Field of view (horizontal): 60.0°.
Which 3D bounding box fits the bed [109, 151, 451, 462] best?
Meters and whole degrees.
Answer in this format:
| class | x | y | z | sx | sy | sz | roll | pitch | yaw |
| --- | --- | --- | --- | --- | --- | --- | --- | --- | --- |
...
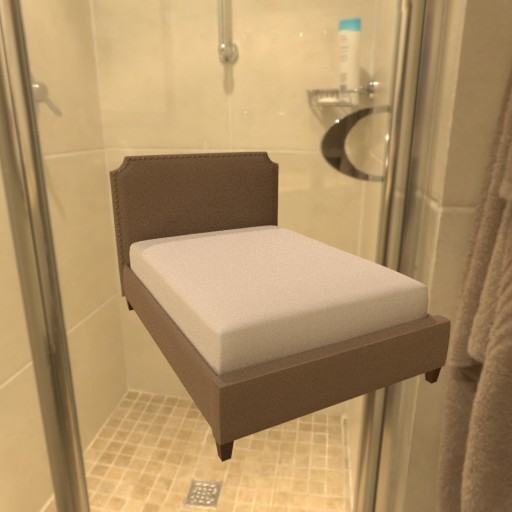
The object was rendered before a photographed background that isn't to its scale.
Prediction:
| class | x | y | z | sx | sy | sz | roll | pitch | yaw |
| --- | --- | --- | --- | --- | --- | --- | --- | --- | --- |
| bed | 0.000 | 0.000 | 3.481 | 1.713 | 1.443 | 2.372 | -9 | 19 | -27 |
